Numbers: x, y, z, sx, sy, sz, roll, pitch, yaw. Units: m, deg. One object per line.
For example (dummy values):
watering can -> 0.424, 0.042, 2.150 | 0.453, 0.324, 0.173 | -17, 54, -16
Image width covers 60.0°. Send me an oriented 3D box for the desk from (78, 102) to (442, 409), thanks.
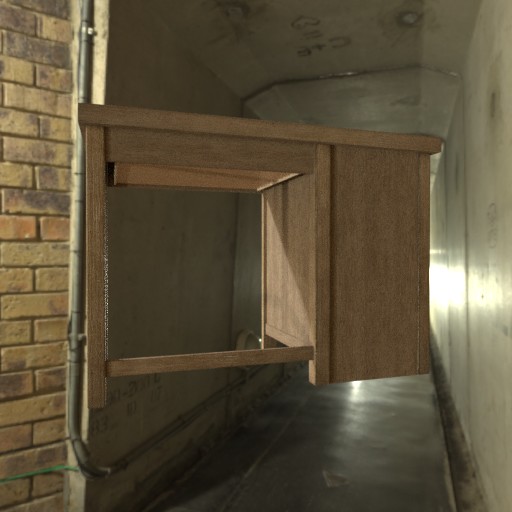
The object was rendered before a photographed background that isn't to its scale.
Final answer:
desk -> 0.000, 0.000, 1.783 | 1.289, 0.912, 0.610 | 0, 1, -18
